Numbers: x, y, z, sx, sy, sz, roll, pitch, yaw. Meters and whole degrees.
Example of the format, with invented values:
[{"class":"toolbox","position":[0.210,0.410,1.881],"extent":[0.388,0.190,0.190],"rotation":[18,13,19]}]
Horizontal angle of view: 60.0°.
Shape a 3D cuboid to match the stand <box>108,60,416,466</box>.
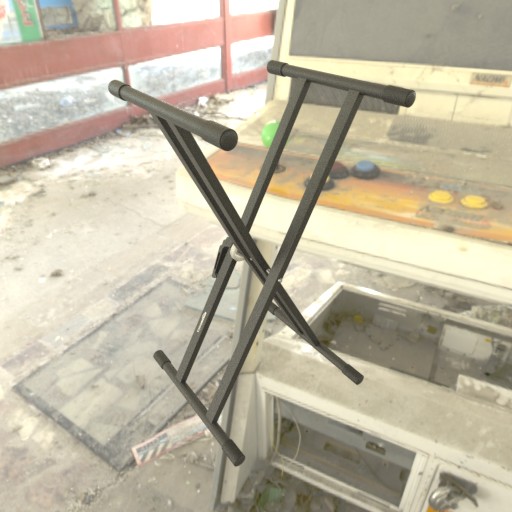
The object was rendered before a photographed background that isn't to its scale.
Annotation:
[{"class":"stand","position":[0.000,0.000,1.224],"extent":[0.503,0.900,0.495],"rotation":[-22,38,-30]}]
